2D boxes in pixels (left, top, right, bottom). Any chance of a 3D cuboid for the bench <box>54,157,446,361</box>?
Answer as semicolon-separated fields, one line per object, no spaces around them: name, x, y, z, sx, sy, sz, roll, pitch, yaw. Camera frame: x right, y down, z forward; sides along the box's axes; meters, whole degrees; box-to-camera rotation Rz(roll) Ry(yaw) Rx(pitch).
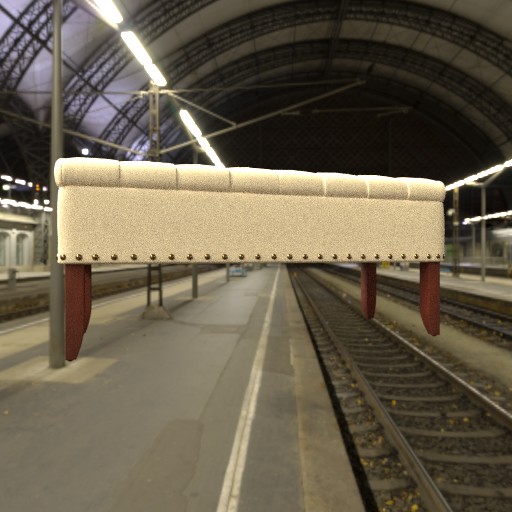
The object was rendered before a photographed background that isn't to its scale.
bench;0.000;0.000;1.308;1.054;0.470;0.400;0;0;-18
